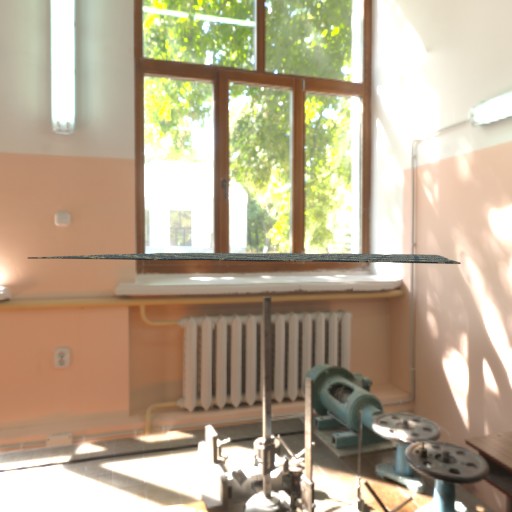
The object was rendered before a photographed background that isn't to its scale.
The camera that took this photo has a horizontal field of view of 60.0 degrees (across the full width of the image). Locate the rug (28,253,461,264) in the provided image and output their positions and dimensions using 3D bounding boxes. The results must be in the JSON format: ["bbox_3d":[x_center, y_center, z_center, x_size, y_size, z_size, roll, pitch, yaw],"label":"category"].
[{"bbox_3d":[0.000,0.000,2.210,1.755,0.010,1.153,0,2,19],"label":"rug"}]
